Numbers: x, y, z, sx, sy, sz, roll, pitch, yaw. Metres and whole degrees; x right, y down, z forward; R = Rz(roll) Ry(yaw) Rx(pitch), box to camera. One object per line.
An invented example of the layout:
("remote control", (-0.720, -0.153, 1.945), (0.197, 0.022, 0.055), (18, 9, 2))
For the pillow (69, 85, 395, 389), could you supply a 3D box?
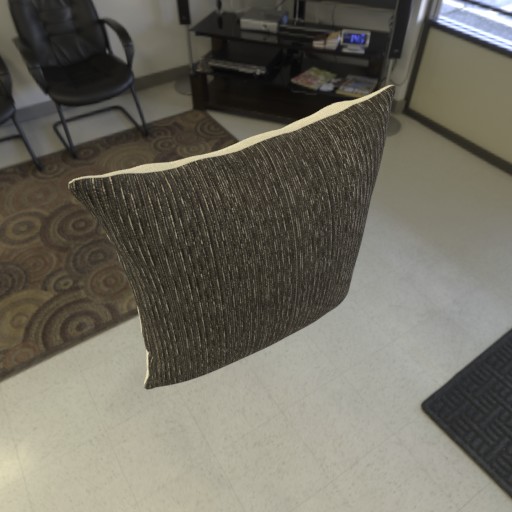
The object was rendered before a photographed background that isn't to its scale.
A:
("pillow", (0.000, 0.000, 0.669), (0.433, 0.434, 0.196), (-23, 51, -20))
